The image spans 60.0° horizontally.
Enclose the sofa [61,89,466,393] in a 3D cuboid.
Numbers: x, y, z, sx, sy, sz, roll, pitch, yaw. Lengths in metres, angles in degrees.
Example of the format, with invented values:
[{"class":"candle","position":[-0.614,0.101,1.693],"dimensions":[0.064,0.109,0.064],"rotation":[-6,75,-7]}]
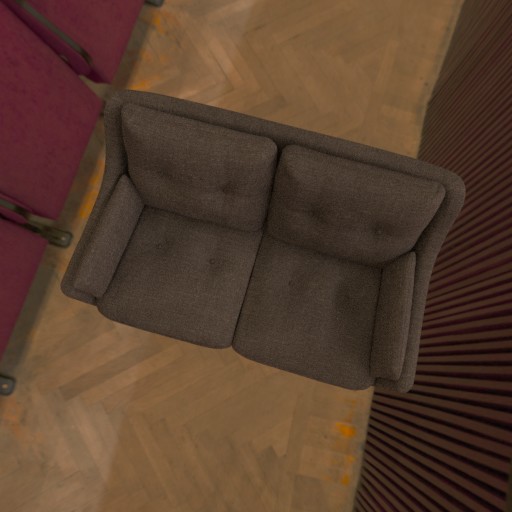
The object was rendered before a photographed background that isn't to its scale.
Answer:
[{"class":"sofa","position":[0.000,0.000,2.162],"dimensions":[1.646,0.887,0.976],"rotation":[15,77,4]}]
